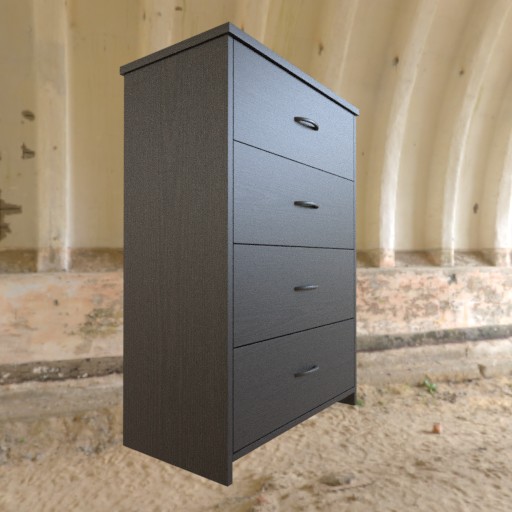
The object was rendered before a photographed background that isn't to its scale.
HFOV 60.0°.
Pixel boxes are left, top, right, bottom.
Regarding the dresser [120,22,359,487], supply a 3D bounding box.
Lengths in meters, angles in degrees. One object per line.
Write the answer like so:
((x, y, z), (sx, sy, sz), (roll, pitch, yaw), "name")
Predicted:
((0.000, 0.000, 1.359), (0.399, 1.020, 0.704), (0, -1, 36), "dresser")
